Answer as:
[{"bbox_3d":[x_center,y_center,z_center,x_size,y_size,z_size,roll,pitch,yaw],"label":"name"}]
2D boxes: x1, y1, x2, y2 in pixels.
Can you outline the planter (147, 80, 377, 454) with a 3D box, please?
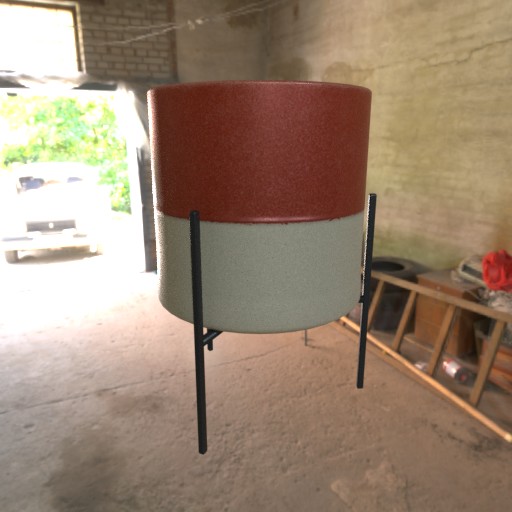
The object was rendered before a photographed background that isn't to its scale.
[{"bbox_3d":[0.000,0.000,0.509,0.235,0.354,0.251,8,17,26],"label":"planter"}]
